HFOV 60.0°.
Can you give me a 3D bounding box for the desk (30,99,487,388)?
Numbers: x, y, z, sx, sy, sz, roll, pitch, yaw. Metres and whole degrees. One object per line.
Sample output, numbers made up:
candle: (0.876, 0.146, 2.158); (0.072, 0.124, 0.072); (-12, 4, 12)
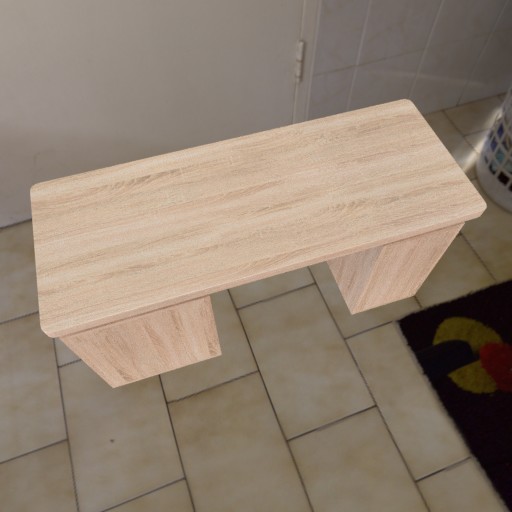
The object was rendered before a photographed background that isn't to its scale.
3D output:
desk: (0.000, 0.000, 1.770); (1.400, 0.760, 0.550); (-15, 61, -9)
